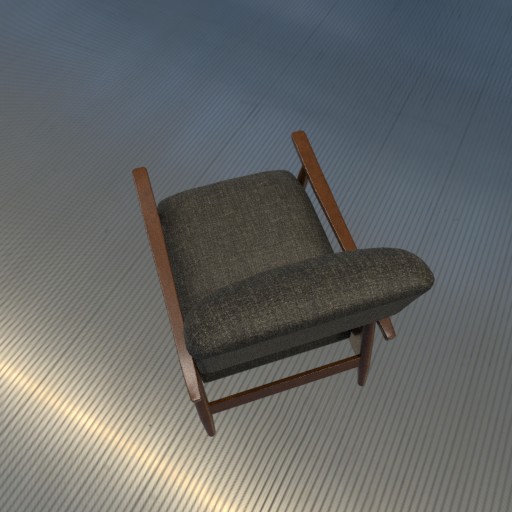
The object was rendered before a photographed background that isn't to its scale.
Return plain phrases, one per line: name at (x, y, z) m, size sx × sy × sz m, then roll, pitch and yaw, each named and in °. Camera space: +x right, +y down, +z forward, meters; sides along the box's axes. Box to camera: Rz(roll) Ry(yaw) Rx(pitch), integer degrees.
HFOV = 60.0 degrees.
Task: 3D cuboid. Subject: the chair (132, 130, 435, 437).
chair at (0.000, 0.000, 1.720) m, size 0.762 × 1.082 × 1.014 m, roll -15°, pitch 60°, yaw -9°
